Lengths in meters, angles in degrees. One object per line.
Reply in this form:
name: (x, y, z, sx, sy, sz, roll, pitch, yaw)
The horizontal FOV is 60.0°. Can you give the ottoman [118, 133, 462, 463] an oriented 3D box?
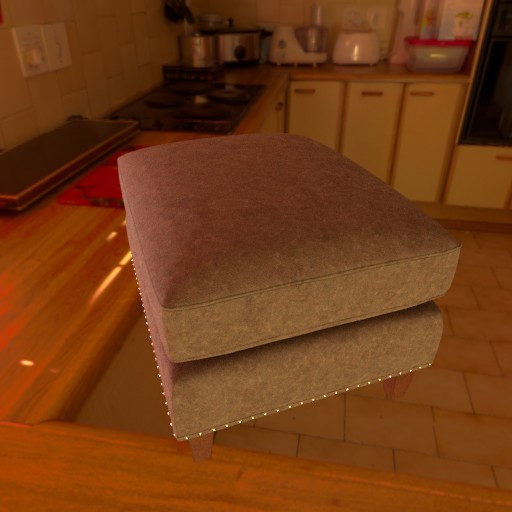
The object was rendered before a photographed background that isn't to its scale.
ottoman: (0.000, 0.000, 1.124, 0.584, 0.513, 0.741, -11, 33, -17)
